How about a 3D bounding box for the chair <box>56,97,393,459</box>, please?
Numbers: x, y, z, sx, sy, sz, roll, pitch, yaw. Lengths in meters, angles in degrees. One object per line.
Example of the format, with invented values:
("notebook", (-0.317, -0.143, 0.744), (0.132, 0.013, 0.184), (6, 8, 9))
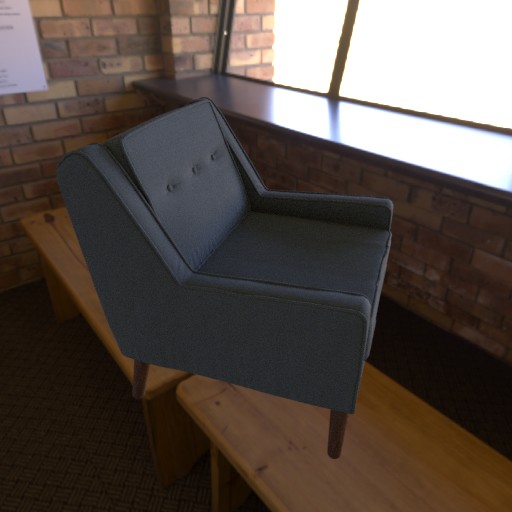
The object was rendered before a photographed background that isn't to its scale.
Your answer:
("chair", (0.000, 0.000, 1.302), (0.733, 0.780, 0.663), (10, 32, 17))
